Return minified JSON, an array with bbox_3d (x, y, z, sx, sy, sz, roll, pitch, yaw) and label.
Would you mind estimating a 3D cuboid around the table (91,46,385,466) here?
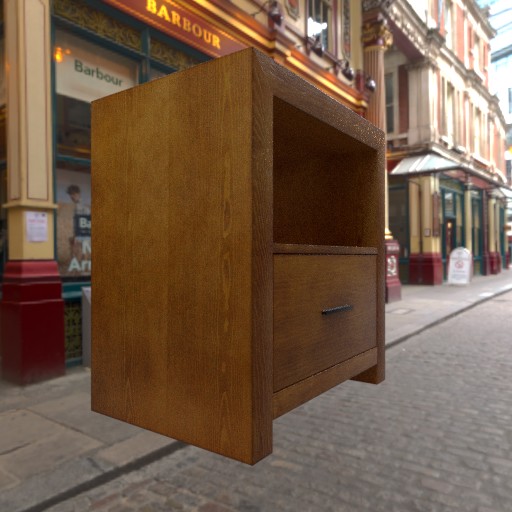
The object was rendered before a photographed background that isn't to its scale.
[{"bbox_3d":[0.000,0.000,0.973,0.400,0.605,0.550,0,0,36],"label":"table"}]
